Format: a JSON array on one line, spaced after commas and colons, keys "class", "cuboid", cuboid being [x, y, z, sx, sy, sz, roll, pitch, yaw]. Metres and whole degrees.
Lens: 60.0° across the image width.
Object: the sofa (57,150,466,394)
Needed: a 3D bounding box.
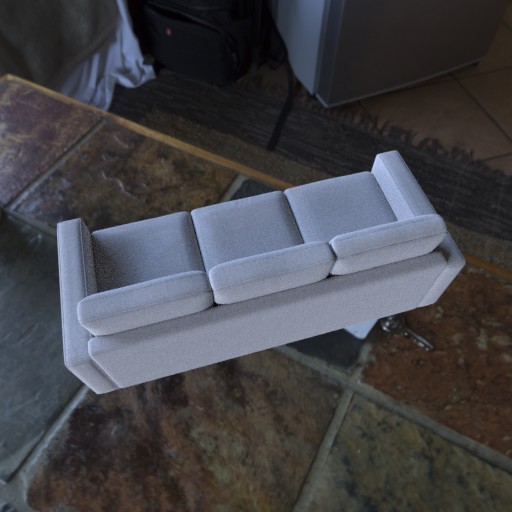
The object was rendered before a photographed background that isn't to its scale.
[{"class": "sofa", "cuboid": [0.000, 0.000, 2.577, 2.120, 0.800, 0.900, -14, 59, -8]}]
